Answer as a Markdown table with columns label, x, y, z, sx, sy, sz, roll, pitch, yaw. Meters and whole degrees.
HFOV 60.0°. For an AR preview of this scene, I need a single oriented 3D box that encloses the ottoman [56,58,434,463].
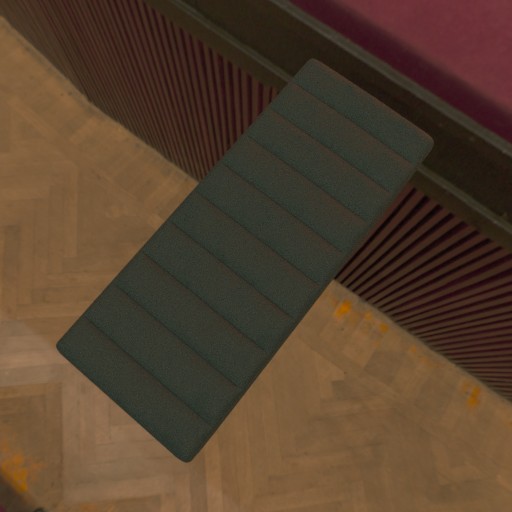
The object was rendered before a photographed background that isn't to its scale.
| label | x | y | z | sx | sy | sz | roll | pitch | yaw |
| --- | --- | --- | --- | --- | --- | --- | --- | --- | --- |
| ottoman | 0.000 | 0.000 | 1.440 | 0.482 | 0.469 | 1.151 | 38 | 79 | 9 |
